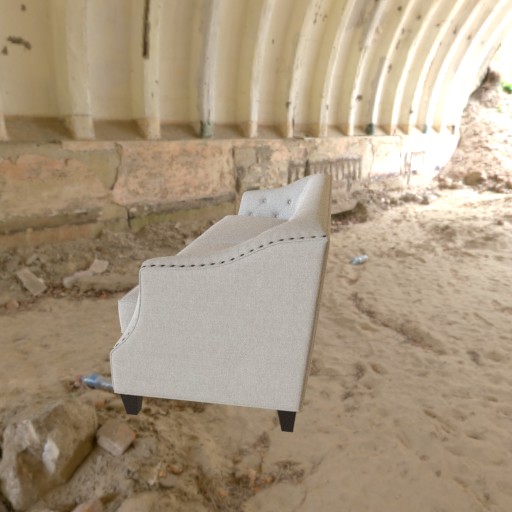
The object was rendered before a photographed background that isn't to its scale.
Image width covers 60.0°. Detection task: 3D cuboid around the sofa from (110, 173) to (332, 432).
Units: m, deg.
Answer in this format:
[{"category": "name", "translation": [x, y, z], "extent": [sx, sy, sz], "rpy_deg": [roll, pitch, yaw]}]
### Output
[{"category": "sofa", "translation": [0.000, 0.000, 2.814], "extent": [0.914, 0.901, 2.235], "rpy_deg": [3, 16, 9]}]
